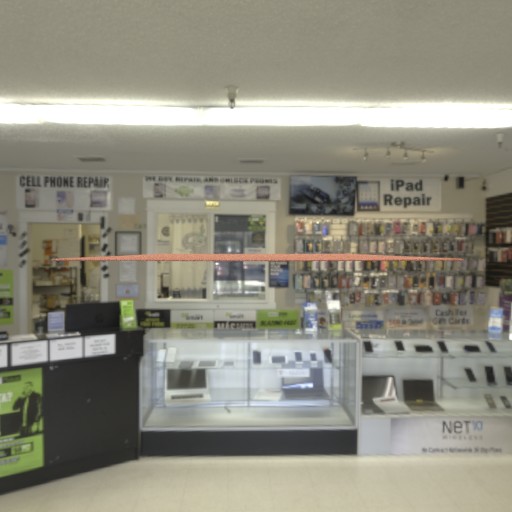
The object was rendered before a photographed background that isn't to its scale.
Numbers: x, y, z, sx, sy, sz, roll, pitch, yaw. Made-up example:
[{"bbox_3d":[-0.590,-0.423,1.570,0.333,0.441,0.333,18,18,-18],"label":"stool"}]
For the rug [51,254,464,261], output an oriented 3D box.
[{"bbox_3d":[0.000,0.000,2.738,1.594,0.009,2.112,0,1,-1],"label":"rug"}]
